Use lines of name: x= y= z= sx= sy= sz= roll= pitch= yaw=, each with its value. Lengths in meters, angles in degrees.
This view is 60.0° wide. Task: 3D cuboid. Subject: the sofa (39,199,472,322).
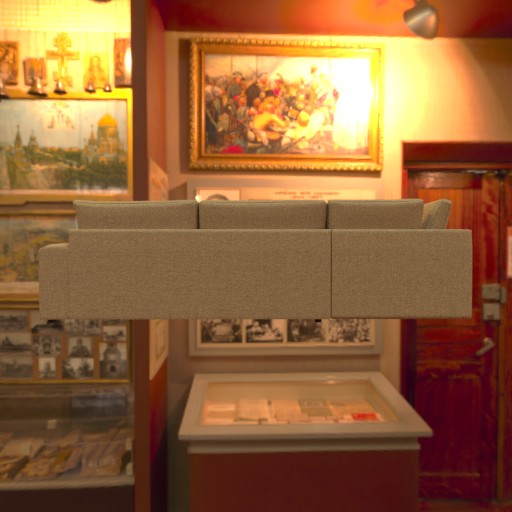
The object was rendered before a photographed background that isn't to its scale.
sofa: x=0.000 y=0.000 z=4.092 sx=2.742 sy=0.800 sz=2.622 roll=0 pitch=1 yaw=0
